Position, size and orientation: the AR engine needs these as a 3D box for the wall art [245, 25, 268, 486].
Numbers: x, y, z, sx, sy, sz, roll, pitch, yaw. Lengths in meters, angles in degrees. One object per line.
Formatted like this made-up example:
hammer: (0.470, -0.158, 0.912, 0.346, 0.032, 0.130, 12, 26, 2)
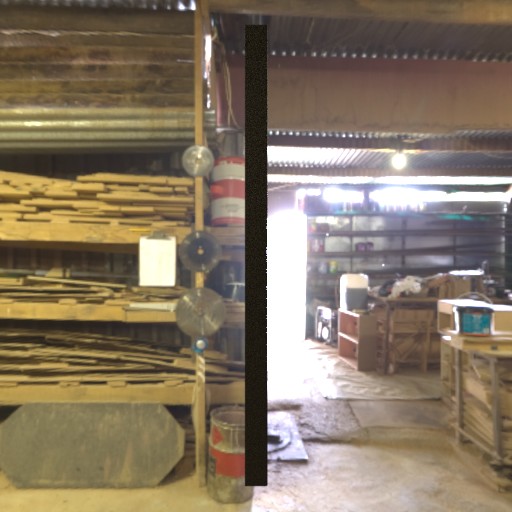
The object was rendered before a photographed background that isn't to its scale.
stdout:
wall art: (0.000, 0.000, 0.704, 0.025, 0.508, 0.432, 0, 0, 0)
